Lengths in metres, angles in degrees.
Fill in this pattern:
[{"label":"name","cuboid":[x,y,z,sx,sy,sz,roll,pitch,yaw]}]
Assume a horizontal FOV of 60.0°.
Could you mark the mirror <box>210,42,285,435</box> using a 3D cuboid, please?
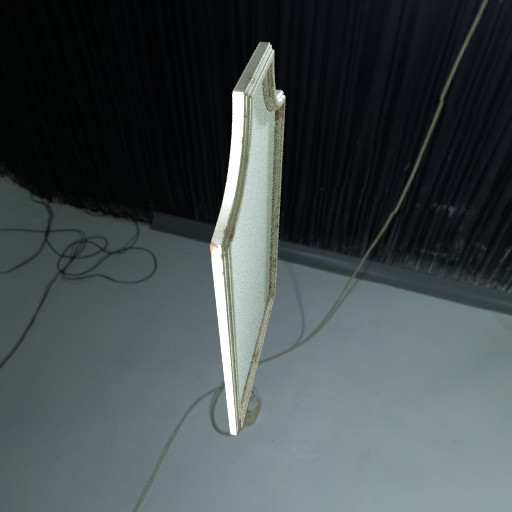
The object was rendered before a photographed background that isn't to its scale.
[{"label":"mirror","cuboid":[0.000,0.000,0.831,0.022,0.717,0.403,9,48,9]}]
